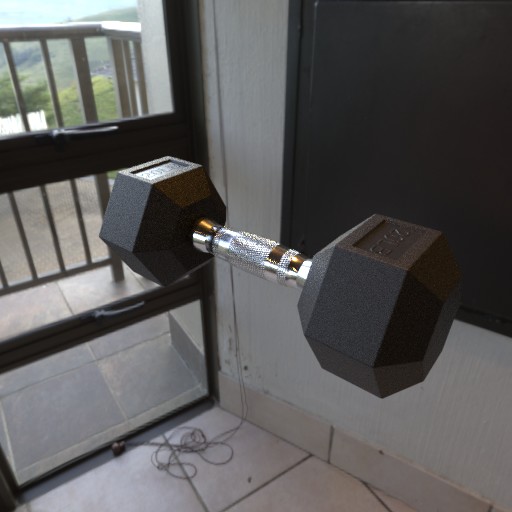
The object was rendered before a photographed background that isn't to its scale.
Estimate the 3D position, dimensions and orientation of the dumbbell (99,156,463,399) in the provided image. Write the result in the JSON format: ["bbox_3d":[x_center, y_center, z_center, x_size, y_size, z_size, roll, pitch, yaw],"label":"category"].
[{"bbox_3d":[0.000,0.000,0.326,0.272,0.092,0.106,21,36,32],"label":"dumbbell"}]
